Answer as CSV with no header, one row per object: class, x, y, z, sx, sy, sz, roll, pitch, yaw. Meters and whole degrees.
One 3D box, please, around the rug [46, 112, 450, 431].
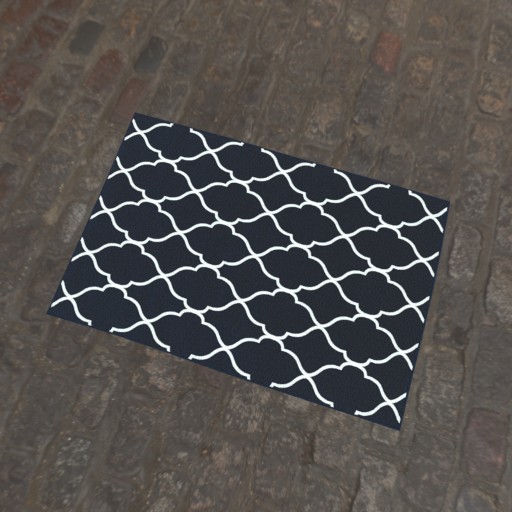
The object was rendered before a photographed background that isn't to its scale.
rug,0.000,0.000,2.891,2.294,0.014,1.528,17,76,4
